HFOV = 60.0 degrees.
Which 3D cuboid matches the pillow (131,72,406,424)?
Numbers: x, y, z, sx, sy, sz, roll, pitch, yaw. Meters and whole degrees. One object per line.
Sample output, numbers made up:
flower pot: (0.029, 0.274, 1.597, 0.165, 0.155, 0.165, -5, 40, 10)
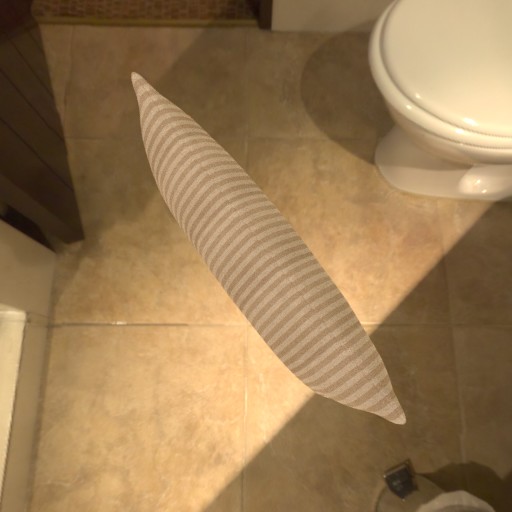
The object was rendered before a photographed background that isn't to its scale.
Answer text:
pillow: (0.000, 0.000, 0.741, 0.151, 0.295, 0.617, -36, 78, -8)
